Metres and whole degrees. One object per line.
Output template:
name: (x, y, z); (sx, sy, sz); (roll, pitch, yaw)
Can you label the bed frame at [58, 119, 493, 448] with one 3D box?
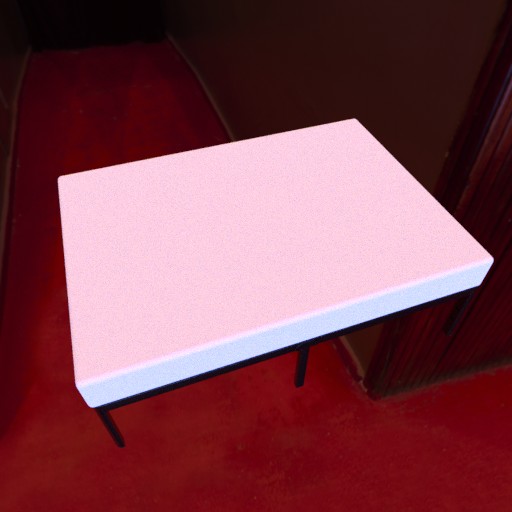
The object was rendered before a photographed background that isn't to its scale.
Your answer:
bed frame: (0.000, 0.000, 2.586); (1.956, 0.659, 1.408); (-15, 49, -13)
